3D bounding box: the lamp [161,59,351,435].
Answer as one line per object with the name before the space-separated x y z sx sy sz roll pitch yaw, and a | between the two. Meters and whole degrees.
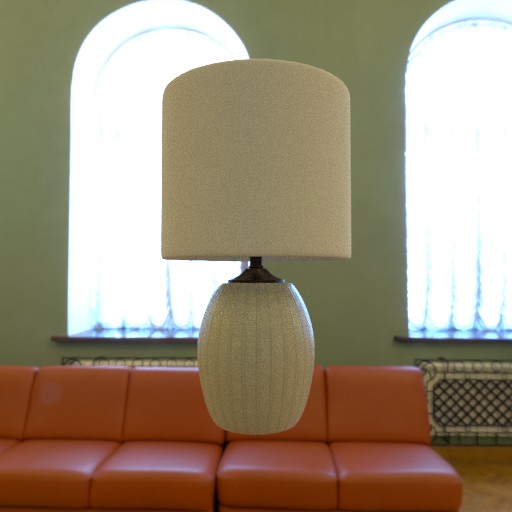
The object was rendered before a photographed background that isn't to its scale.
lamp | 0.000 0.000 0.781 0.329 0.570 0.329 0 -2 1
